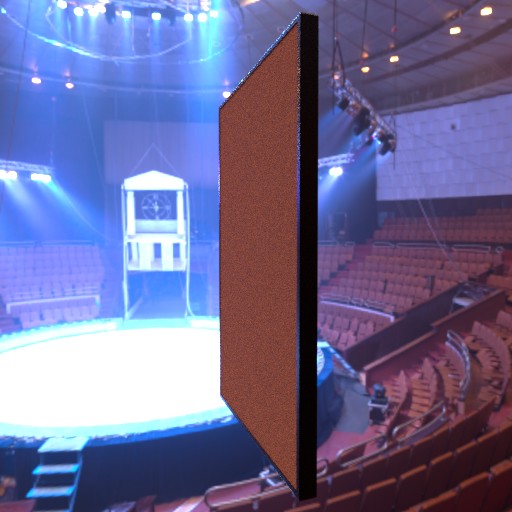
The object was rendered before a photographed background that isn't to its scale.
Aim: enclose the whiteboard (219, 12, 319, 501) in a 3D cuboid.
[{"bbox_3d":[0.000,0.000,0.747,0.026,0.611,0.406,-1,2,-19],"label":"whiteboard"}]
